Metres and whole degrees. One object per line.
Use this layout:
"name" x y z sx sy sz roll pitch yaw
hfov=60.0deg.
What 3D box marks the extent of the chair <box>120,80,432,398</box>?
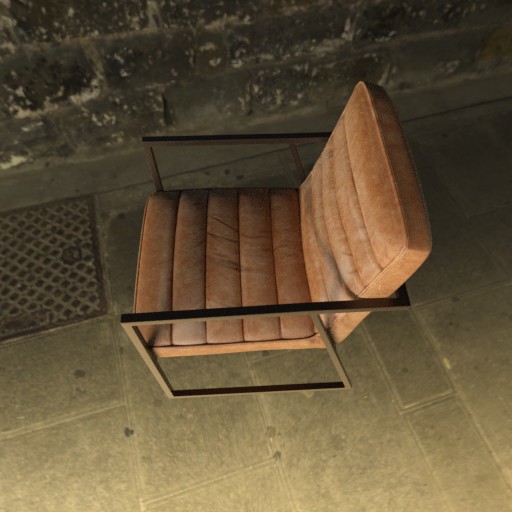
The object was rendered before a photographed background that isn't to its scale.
"chair" 0.000 0.000 1.276 0.677 0.832 0.571 -2 58 -1
